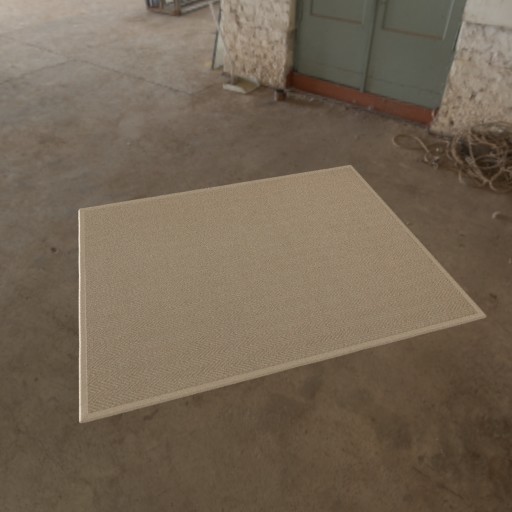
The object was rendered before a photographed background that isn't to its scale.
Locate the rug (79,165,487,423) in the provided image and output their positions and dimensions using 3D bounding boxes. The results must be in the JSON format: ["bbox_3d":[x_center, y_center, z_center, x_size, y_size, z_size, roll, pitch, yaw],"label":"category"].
[{"bbox_3d":[0.000,0.000,3.983,3.051,0.020,2.407,-11,43,-12],"label":"rug"}]
